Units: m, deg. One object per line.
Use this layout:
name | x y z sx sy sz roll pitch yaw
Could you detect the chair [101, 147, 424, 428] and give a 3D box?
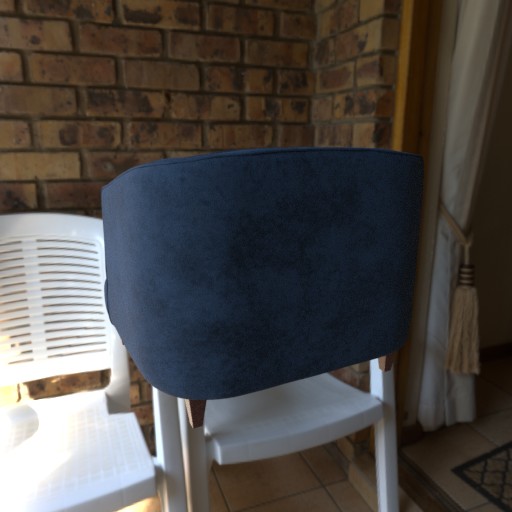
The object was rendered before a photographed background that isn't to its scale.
chair | 0.000 0.000 1.772 1.094 0.852 0.940 -7 16 -26
